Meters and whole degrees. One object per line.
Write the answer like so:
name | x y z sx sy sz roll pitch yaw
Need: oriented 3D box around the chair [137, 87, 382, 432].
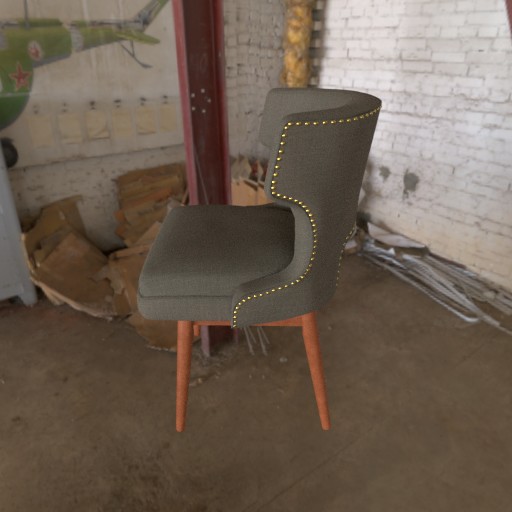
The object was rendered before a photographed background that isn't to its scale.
chair | 0.000 0.000 1.248 0.581 0.863 0.595 0 26 -1
